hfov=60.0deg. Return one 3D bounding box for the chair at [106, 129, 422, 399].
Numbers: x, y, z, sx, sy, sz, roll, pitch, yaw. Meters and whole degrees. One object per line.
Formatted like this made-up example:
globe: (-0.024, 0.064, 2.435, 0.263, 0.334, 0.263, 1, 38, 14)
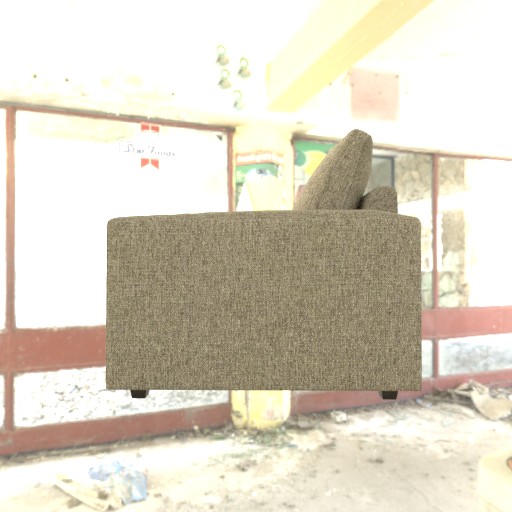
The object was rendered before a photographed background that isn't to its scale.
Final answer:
chair: (0.000, 0.000, 2.057, 1.039, 0.915, 1.398, 0, -1, 1)
